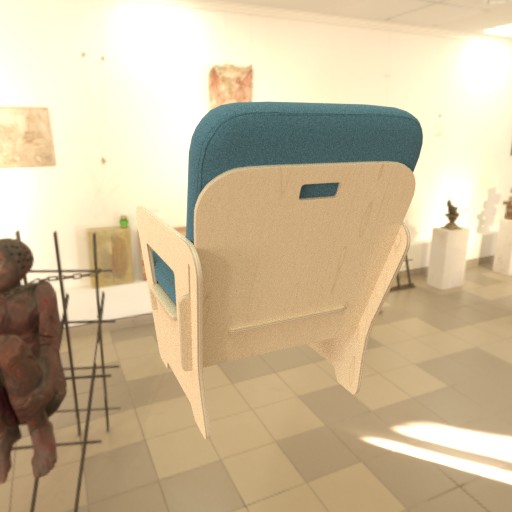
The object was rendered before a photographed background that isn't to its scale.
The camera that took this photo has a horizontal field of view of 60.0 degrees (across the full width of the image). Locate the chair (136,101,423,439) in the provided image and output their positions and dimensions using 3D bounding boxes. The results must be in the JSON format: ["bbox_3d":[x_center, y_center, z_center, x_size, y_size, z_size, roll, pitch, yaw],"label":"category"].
[{"bbox_3d":[0.000,0.000,1.186,0.547,0.747,0.657,-7,17,-24],"label":"chair"}]
